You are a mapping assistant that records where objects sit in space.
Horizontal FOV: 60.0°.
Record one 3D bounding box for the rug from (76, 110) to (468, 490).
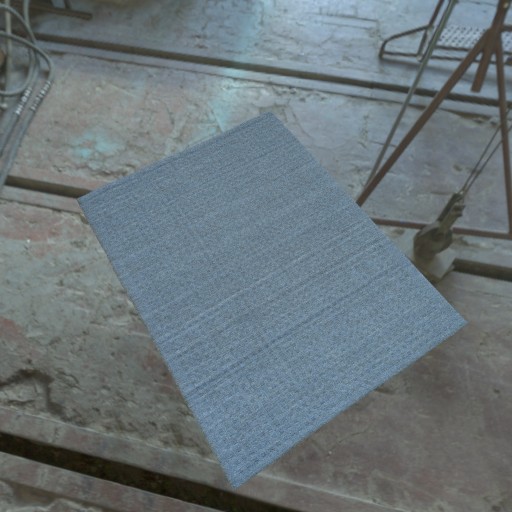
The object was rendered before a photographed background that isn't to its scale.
[{"bbox_3d":[0.000,0.000,4.276,2.443,0.007,3.200,-29,64,-16],"label":"rug"}]
